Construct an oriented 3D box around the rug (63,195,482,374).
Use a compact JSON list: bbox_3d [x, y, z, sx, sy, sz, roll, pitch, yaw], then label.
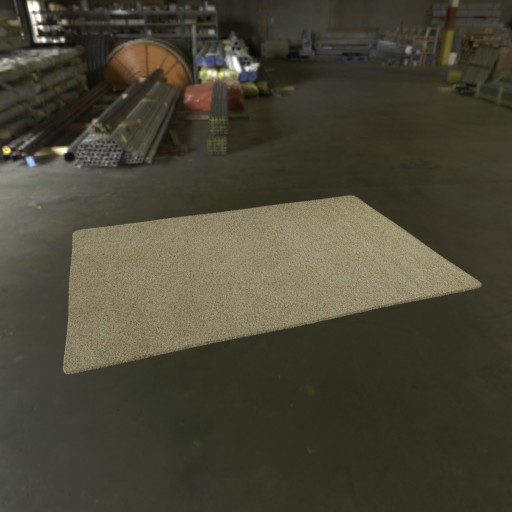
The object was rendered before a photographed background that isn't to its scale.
[{"bbox_3d":[0.000,0.000,3.414,2.700,0.024,1.801,-9,30,-16],"label":"rug"}]
